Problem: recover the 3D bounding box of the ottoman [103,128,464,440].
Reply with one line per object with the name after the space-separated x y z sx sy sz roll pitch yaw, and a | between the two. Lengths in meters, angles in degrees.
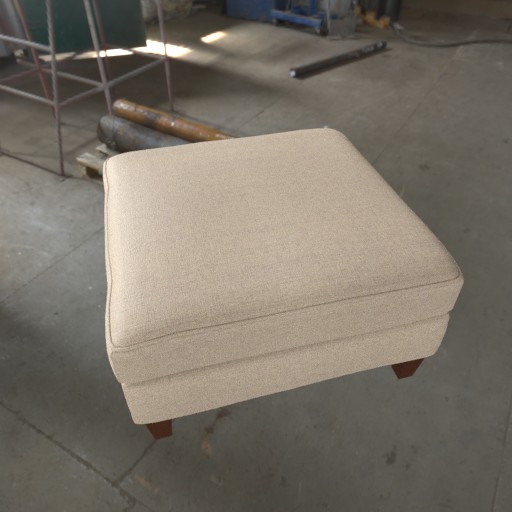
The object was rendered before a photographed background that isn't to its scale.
0.000 0.000 1.364 0.838 0.481 0.838 -10 43 -11 | ottoman
